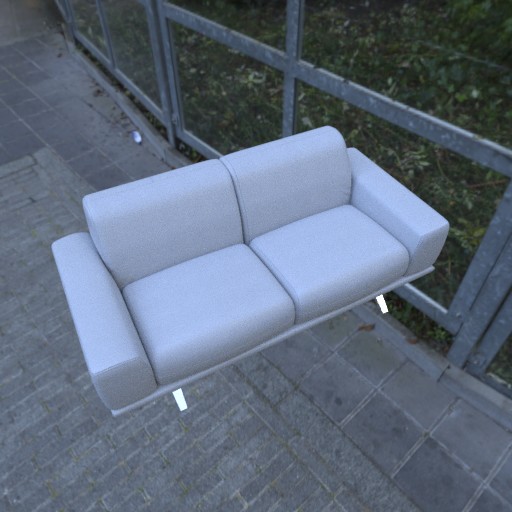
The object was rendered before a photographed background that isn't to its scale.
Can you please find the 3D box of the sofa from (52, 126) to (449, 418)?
[{"bbox_3d":[0.000,0.000,2.381,1.901,0.772,0.900,-21,49,-19],"label":"sofa"}]
